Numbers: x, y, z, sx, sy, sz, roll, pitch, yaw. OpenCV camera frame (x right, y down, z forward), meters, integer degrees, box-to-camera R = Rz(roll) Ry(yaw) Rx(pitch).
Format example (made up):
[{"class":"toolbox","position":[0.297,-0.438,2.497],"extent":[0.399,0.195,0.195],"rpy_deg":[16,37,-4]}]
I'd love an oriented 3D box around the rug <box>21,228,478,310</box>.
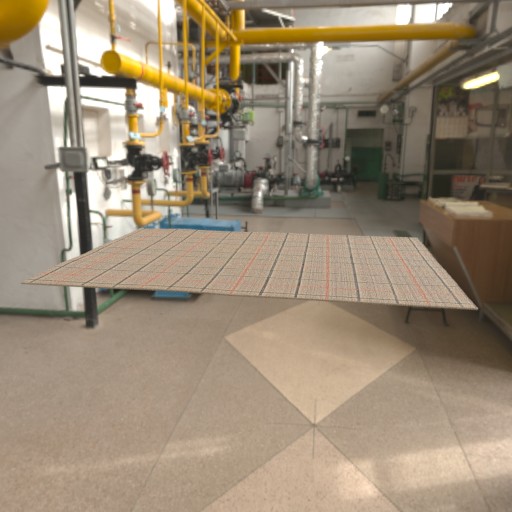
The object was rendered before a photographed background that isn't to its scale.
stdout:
[{"class":"rug","position":[0.000,0.000,2.324],"extent":[1.829,0.013,1.220],"rpy_deg":[2,15,9]}]
